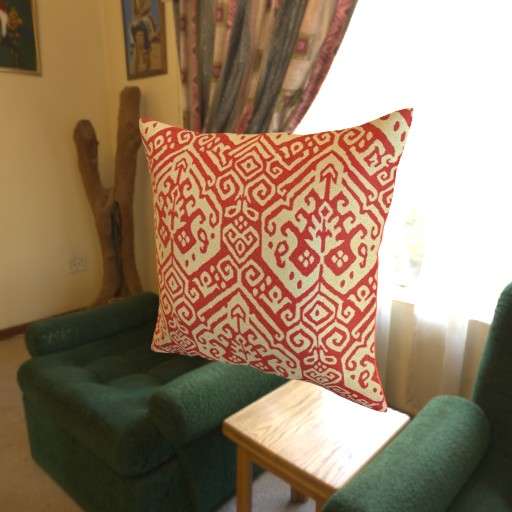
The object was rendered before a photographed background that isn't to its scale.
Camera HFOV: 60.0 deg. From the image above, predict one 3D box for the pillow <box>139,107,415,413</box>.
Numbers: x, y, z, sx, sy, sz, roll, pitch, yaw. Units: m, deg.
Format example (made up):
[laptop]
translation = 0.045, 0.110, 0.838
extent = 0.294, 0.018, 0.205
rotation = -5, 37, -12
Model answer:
[pillow]
translation = 0.000, 0.000, 0.825
extent = 0.522, 0.507, 0.192
rotation = 7, 16, 26
